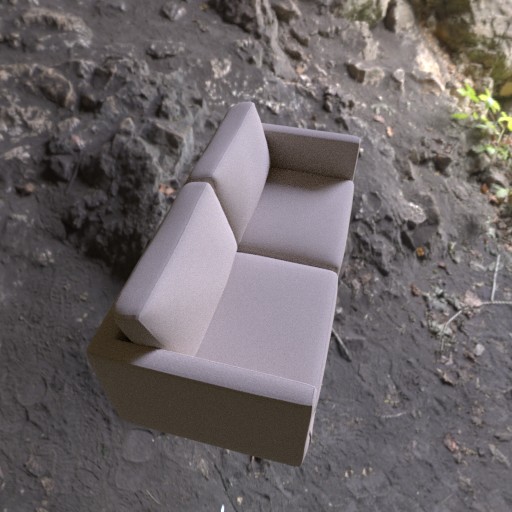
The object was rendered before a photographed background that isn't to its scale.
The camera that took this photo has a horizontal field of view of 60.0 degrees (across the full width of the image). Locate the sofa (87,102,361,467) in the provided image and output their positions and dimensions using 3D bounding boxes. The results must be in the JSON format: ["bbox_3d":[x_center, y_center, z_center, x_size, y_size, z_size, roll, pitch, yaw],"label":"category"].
[{"bbox_3d":[0.000,0.000,2.266,0.873,0.888,1.722,11,48,10],"label":"sofa"}]
